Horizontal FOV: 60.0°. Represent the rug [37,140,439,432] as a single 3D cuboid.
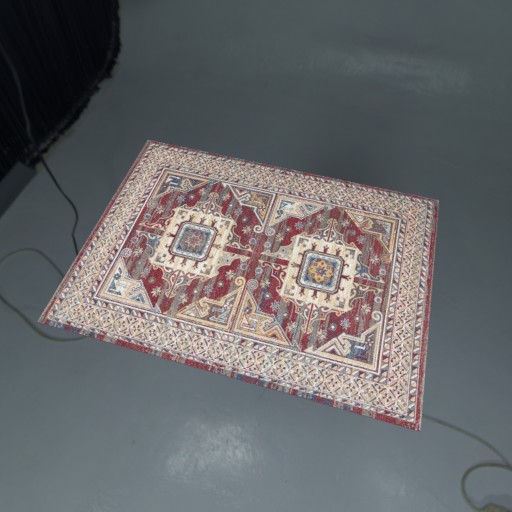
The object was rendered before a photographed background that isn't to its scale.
[{"bbox_3d":[0.000,0.000,2.854,2.210,0.011,1.599,14,58,9],"label":"rug"}]
